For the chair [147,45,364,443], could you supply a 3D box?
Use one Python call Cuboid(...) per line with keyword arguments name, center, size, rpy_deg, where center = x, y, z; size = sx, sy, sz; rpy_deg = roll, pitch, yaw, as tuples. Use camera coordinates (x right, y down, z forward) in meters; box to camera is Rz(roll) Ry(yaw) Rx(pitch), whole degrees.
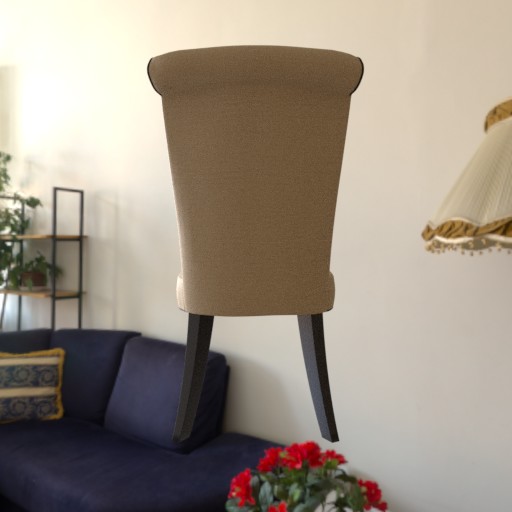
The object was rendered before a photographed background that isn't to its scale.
Cuboid(name="chair", center=(0.000, 0.000, 1.328), size=(0.522, 0.997, 0.623), rpy_deg=(0, 1, 0))
